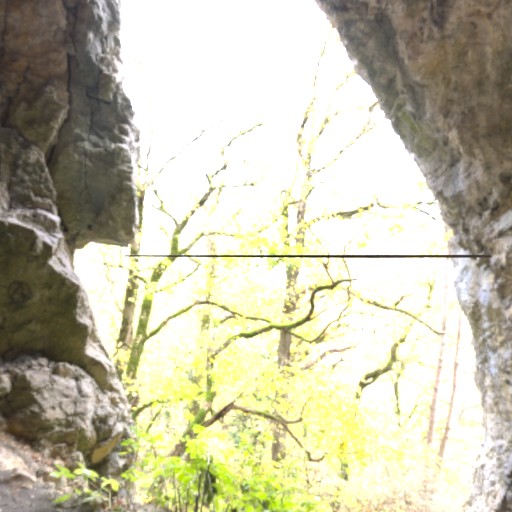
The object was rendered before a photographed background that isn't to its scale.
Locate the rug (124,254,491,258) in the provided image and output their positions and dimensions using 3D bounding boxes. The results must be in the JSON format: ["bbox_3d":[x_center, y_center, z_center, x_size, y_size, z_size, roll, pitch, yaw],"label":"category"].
[{"bbox_3d":[0.000,0.000,2.700,0.775,0.012,2.452,0,0,-36],"label":"rug"}]
